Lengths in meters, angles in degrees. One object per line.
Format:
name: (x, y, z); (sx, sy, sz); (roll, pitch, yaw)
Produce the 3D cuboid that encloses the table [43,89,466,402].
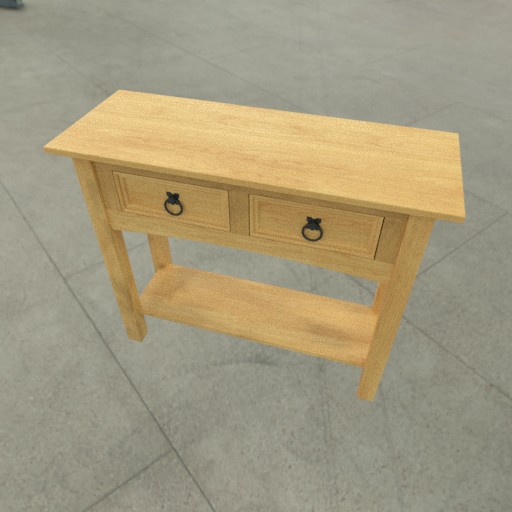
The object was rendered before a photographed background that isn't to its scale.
table: (0.000, 0.000, 1.268); (0.900, 0.728, 0.340); (11, 44, 12)
